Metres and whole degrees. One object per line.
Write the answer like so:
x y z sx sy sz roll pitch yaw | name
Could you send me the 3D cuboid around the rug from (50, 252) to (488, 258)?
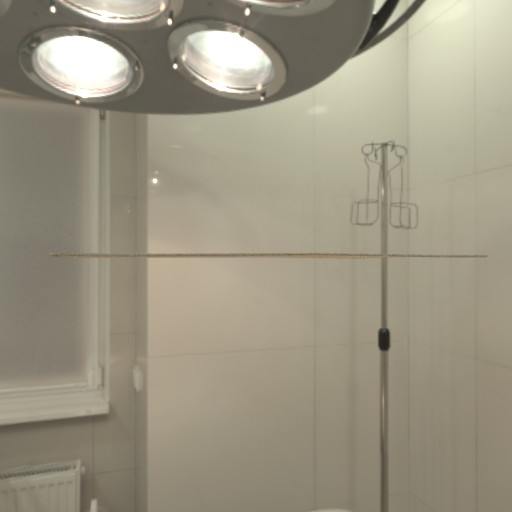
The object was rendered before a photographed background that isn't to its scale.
0.000 0.000 2.977 2.346 0.029 1.574 0 -1 -18 | rug
